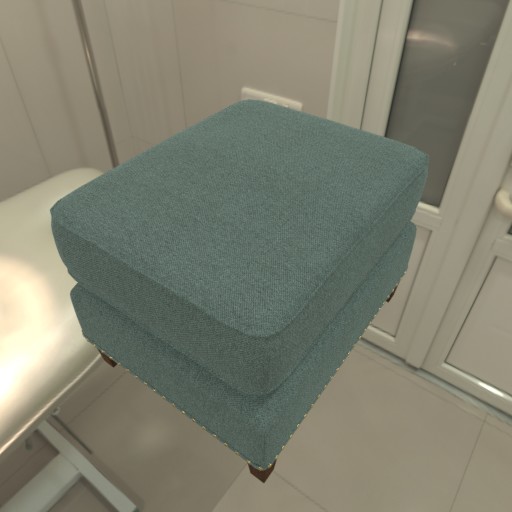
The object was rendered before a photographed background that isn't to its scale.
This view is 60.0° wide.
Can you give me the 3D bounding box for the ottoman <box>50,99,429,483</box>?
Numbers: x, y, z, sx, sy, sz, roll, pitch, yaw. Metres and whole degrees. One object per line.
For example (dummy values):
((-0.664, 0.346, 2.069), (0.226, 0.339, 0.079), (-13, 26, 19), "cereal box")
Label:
((0.000, 0.000, 1.110), (0.589, 0.537, 0.738), (26, 49, 26), "ottoman")
